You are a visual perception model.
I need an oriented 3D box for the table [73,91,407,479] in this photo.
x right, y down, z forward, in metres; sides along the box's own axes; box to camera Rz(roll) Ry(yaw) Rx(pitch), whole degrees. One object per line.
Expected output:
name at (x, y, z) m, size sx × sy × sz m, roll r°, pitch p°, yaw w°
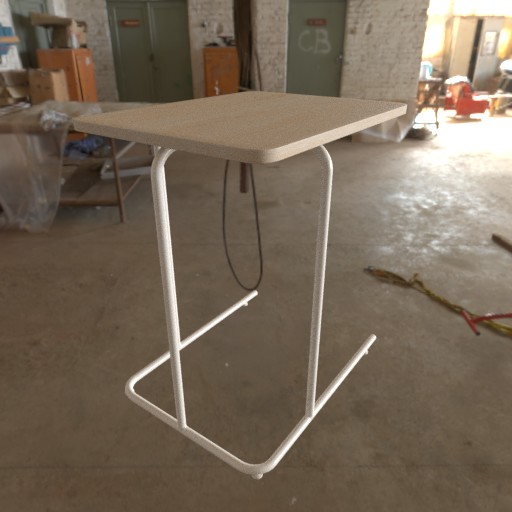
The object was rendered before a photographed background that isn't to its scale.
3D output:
table at (0.000, 0.000, 0.872) m, size 0.370 × 0.550 × 0.480 m, roll 18°, pitch 31°, yaw 32°
